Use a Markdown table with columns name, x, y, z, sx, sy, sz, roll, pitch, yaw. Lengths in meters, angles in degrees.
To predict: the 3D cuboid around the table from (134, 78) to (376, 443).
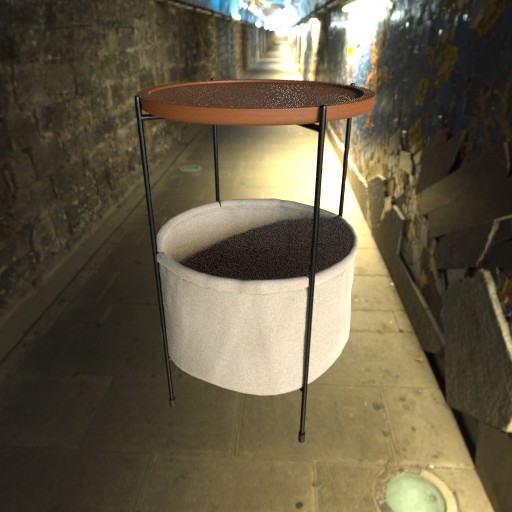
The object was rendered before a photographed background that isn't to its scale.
| name | x | y | z | sx | sy | sz | roll | pitch | yaw |
| --- | --- | --- | --- | --- | --- | --- | --- | --- | --- |
| table | 0.000 | 0.000 | 0.877 | 0.393 | 0.623 | 0.393 | 9 | 28 | 17 |
